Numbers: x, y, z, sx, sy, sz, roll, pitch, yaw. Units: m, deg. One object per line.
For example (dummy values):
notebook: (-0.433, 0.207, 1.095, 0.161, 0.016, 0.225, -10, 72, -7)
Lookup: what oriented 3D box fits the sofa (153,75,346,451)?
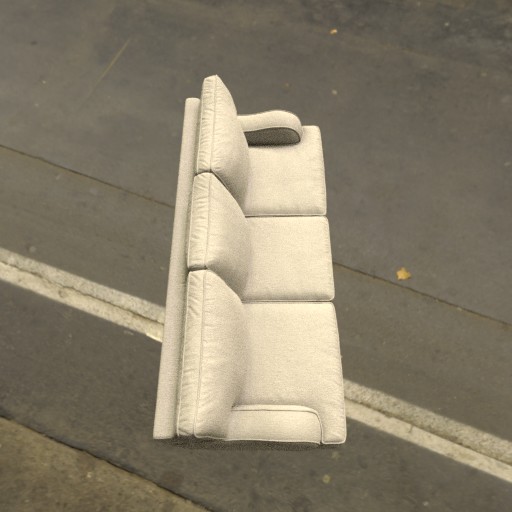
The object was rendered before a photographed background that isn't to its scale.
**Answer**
sofa: (0.000, 0.000, 2.915, 1.016, 0.991, 2.323, 0, 63, 0)
